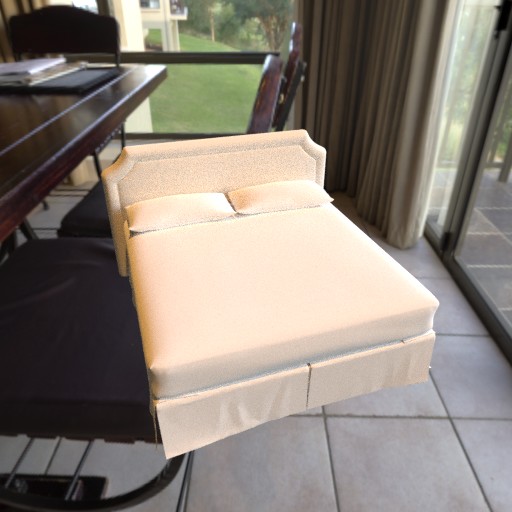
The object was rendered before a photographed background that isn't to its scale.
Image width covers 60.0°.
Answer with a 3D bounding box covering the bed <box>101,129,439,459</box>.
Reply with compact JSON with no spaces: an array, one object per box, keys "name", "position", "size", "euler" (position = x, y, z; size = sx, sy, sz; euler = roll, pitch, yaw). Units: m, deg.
[{"name":"bed","position":[0.000,0.000,3.527],"size":[2.160,1.301,2.204],"euler":[-10,33,-16]}]
